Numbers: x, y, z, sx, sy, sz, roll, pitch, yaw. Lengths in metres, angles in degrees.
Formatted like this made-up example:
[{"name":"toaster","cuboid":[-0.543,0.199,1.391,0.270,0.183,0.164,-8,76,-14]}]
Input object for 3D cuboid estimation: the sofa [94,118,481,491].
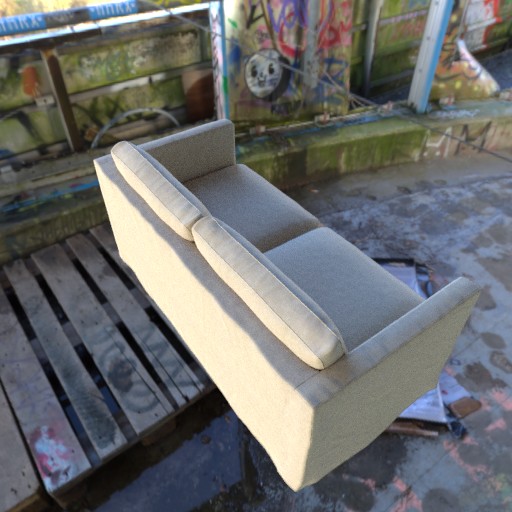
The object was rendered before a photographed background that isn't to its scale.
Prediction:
[{"name":"sofa","cuboid":[0.000,0.000,2.373,0.962,0.835,1.959,-26,49,-26]}]
